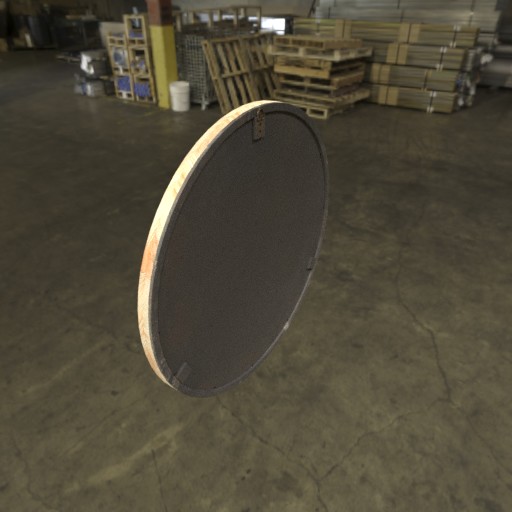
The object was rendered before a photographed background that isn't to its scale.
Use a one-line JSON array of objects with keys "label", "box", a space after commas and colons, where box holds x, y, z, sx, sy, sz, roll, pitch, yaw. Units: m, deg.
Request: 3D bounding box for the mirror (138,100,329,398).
[{"label": "mirror", "box": [0.000, 0.000, 1.072, 0.038, 0.710, 0.710, 20, 37, 29]}]
